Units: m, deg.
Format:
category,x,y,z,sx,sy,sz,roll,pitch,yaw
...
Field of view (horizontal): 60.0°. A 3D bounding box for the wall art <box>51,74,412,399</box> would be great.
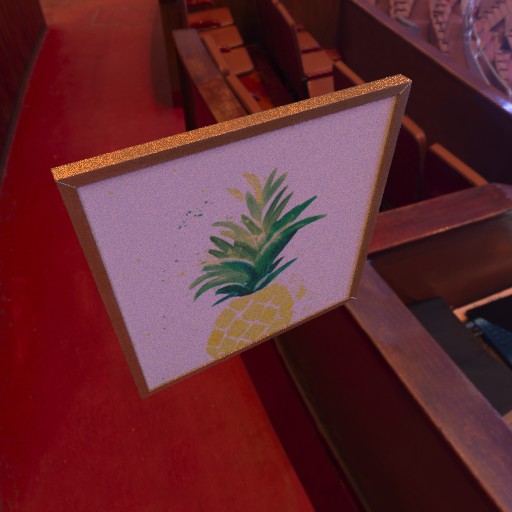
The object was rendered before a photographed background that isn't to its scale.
category,x,y,z,sx,sy,sz,roll,pitch,yaw
wall art,0.000,0.000,1.128,0.762,0.760,0.037,-22,50,-20
